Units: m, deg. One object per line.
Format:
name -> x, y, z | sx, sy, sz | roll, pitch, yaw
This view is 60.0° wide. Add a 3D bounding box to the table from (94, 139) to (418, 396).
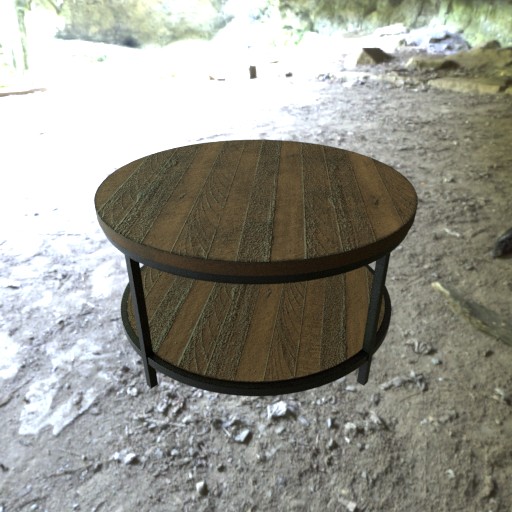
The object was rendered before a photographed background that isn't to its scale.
table -> 0.000, 0.000, 1.317 | 0.837, 0.462, 0.837 | 0, 30, 0
